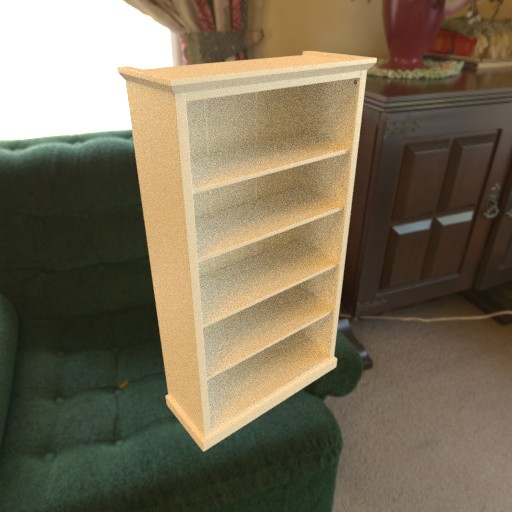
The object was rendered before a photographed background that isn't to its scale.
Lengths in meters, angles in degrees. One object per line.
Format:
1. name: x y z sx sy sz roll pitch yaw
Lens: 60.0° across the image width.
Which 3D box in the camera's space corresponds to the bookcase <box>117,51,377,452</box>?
1. bookcase: 0.000 0.000 2.331 1.050 1.880 0.432 -21 36 -32
